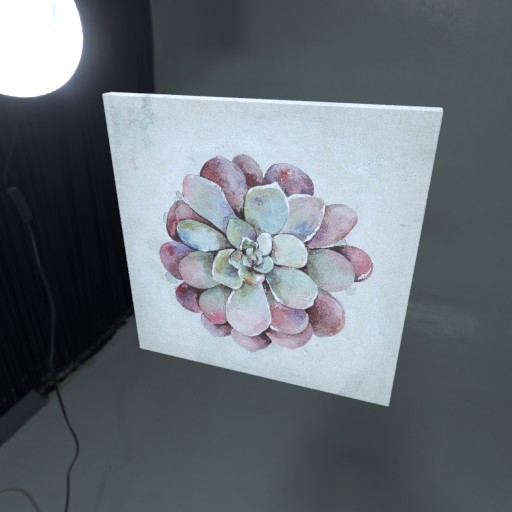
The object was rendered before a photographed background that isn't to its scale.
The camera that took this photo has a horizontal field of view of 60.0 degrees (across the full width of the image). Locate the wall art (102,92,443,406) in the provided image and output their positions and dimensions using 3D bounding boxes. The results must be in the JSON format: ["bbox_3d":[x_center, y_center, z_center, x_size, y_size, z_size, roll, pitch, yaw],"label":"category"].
[{"bbox_3d":[0.000,0.000,1.137,0.762,0.762,0.041,9,28,17],"label":"wall art"}]
